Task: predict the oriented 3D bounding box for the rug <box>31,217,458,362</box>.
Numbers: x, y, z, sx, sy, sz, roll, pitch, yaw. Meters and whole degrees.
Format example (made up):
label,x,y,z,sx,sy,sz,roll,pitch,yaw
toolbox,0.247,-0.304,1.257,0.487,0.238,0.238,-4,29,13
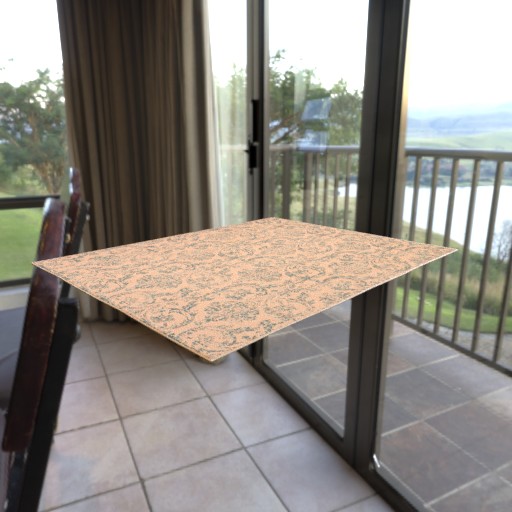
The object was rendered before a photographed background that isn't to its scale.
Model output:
label,x,y,z,sx,sy,sz,roll,pitch,yaw
rug,0.000,0.000,3.921,2.363,0.012,2.980,15,21,43
